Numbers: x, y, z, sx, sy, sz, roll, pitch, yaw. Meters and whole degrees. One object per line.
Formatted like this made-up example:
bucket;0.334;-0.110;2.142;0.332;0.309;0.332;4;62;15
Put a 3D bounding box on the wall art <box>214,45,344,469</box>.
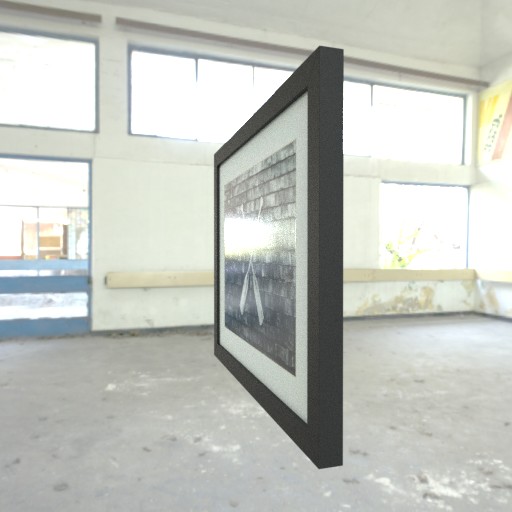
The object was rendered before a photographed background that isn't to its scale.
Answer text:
wall art;0.000;0.000;0.748;0.029;0.457;0.558;0;1;-17
